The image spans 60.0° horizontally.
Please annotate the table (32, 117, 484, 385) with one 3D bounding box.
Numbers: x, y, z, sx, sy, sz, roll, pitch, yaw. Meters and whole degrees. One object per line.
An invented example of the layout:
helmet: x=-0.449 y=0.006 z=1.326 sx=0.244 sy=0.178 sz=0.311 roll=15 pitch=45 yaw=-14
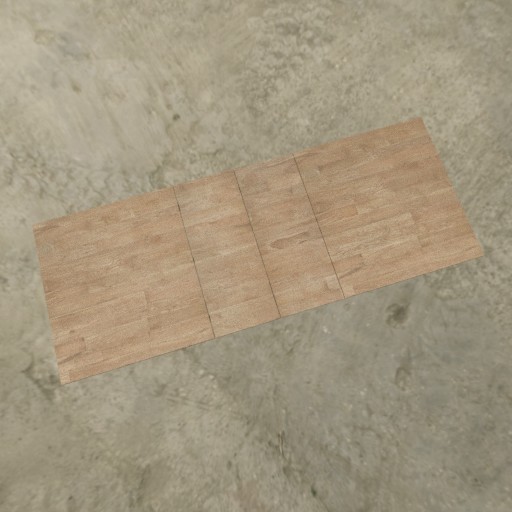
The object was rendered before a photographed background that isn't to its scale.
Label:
table: x=0.000 y=0.000 z=3.089 sx=2.603 sy=0.752 sz=1.000 roll=-16 pitch=76 yaw=-4
